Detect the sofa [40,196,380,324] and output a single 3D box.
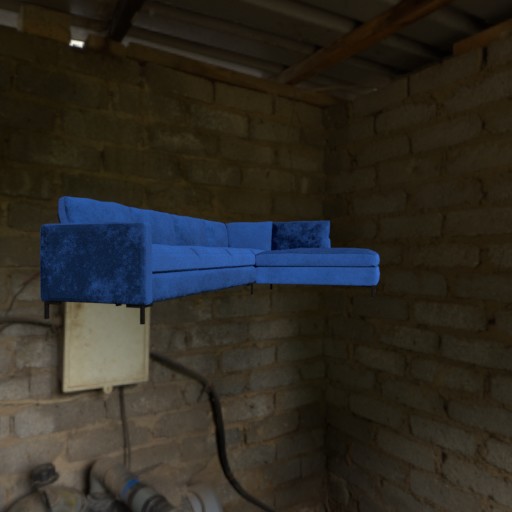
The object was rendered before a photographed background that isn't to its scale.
[{"bbox_3d":[0.000,0.000,3.314,1.707,0.687,2.486,0,0,18],"label":"sofa"}]
